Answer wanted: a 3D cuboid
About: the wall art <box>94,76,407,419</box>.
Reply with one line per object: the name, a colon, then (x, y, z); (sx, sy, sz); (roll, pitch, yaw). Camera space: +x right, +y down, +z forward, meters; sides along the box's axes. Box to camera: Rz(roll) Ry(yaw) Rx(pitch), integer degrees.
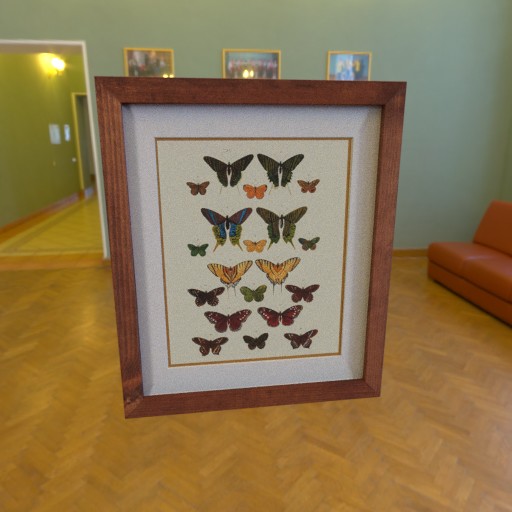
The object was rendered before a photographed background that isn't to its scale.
wall art: (0.000, 0.000, 0.607); (0.377, 0.449, 0.039); (-2, 15, -8)
